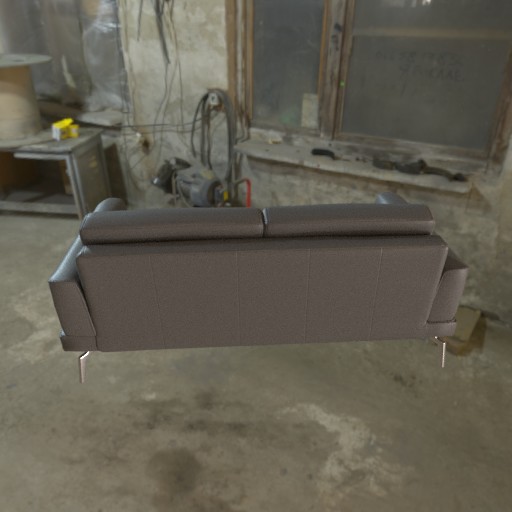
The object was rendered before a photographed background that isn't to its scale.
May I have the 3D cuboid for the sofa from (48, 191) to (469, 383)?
[{"bbox_3d":[0.000,0.000,2.731,2.177,0.930,1.121,-2,29,-3],"label":"sofa"}]
